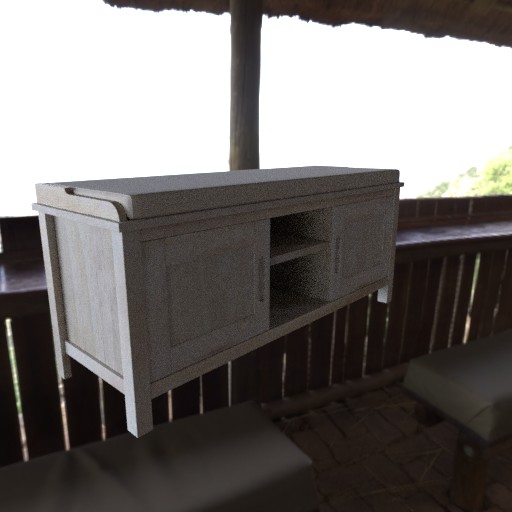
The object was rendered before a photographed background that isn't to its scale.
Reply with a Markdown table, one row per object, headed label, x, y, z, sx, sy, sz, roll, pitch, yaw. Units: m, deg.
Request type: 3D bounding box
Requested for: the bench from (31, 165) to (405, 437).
| label | x | y | z | sx | sy | sz | roll | pitch | yaw |
| --- | --- | --- | --- | --- | --- | --- | --- | --- | --- |
| bench | 0.000 | 0.000 | 1.375 | 0.398 | 0.501 | 1.140 | 13 | 20 | 42 |
